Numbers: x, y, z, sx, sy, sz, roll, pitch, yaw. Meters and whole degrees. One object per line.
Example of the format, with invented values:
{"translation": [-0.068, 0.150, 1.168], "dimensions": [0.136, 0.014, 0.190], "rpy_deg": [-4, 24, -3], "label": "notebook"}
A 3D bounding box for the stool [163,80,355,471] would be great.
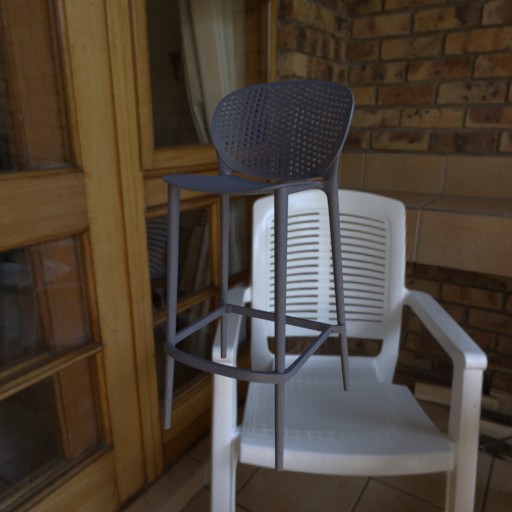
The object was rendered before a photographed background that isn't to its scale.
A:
{"translation": [0.000, 0.000, 1.359], "dimensions": [0.536, 1.045, 0.535], "rpy_deg": [8, 18, 26], "label": "stool"}
